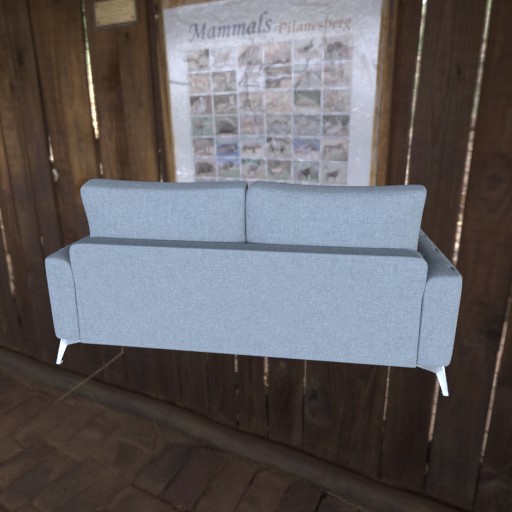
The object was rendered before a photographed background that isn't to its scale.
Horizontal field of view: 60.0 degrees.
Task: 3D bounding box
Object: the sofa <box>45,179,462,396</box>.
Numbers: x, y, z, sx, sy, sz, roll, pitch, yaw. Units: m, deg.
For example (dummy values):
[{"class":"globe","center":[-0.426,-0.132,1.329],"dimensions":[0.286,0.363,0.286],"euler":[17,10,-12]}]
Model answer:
[{"class":"sofa","center":[0.000,0.000,2.130],"dimensions":[1.650,0.790,0.920],"euler":[2,17,8]}]
